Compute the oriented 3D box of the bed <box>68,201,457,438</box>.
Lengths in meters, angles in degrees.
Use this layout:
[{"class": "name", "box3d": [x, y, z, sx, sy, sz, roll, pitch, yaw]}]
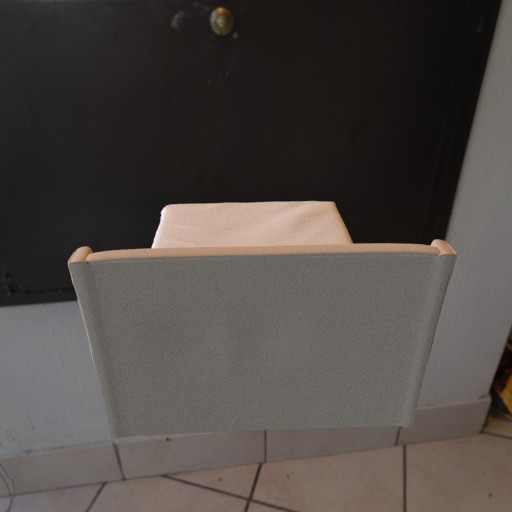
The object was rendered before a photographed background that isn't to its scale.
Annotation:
[{"class": "bed", "box3d": [0.000, 0.000, 3.436, 1.925, 1.332, 2.276, -1, 30, -2]}]
